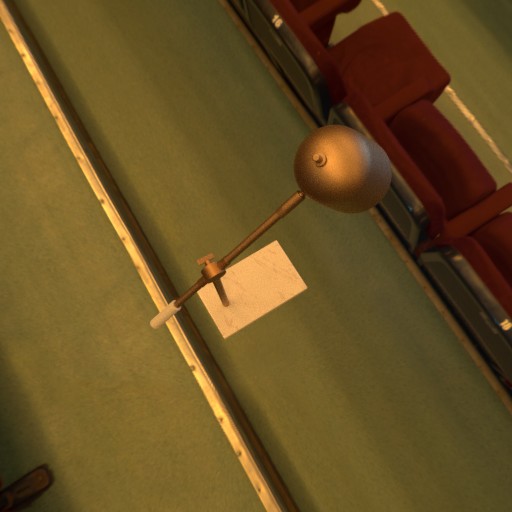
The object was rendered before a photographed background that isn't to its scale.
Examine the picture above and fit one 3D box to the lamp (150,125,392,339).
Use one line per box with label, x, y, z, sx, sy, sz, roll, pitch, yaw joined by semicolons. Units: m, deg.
lamp;0.000;0.000;0.827;0.471;0.603;0.144;-30;77;-8
